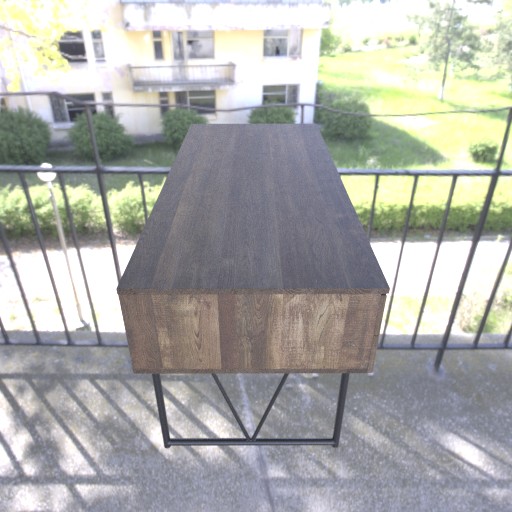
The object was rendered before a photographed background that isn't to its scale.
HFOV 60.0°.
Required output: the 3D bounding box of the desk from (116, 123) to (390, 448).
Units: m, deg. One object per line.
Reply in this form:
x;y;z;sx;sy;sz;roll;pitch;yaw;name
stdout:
0.000;0.000;2.035;0.730;0.780;1.600;0;31;0;desk
